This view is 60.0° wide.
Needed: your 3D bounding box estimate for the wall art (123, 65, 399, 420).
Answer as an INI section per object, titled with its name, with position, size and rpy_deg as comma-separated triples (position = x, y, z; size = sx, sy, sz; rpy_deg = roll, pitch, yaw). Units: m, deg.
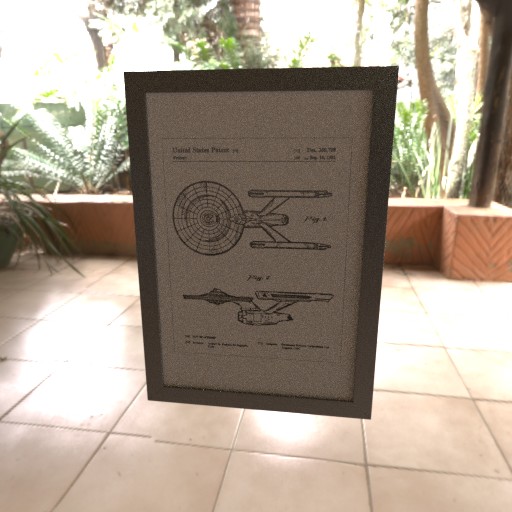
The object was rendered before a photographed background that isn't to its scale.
[wall art]
position = 0.000, 0.000, 0.675
size = 0.376, 0.529, 0.013
rpy_deg = 2, 16, 8
